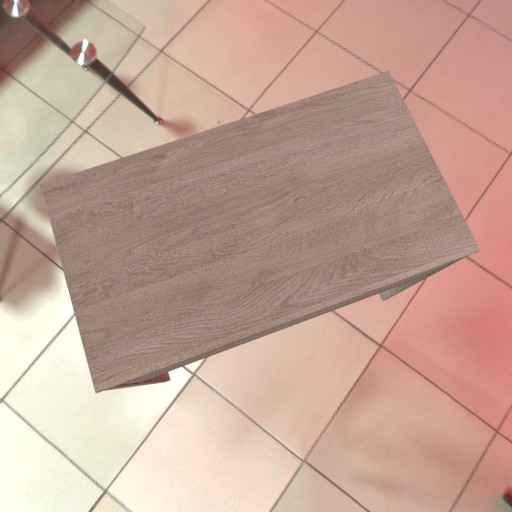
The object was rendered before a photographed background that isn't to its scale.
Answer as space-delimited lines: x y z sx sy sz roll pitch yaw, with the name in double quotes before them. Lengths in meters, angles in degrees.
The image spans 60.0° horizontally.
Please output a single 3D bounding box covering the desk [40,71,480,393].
"desk" 0.000 0.000 1.367 0.893 0.724 0.498 -20 76 -5
